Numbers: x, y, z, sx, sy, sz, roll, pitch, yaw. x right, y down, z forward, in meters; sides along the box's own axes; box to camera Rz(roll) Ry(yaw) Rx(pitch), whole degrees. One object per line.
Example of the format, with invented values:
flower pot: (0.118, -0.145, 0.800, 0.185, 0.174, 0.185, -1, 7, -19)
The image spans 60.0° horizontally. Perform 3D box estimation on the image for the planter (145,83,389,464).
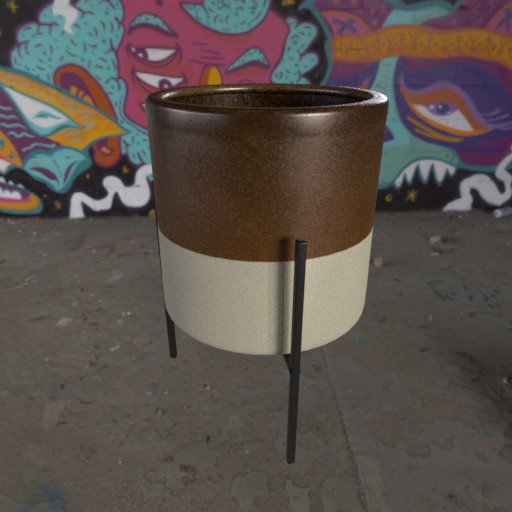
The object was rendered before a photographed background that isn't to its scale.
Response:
planter: (0.000, 0.000, 0.541, 0.269, 0.375, 0.255, 8, 27, 15)
